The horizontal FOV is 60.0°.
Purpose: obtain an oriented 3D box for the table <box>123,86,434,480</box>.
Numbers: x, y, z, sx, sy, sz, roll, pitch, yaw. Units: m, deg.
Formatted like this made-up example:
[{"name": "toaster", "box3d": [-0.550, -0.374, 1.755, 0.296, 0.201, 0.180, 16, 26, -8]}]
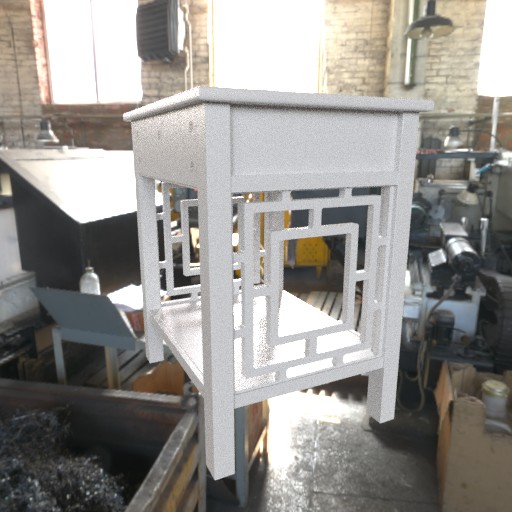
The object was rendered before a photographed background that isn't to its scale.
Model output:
[{"name": "table", "box3d": [0.000, 0.000, 1.017, 0.451, 0.646, 0.564, -7, 15, -25]}]
